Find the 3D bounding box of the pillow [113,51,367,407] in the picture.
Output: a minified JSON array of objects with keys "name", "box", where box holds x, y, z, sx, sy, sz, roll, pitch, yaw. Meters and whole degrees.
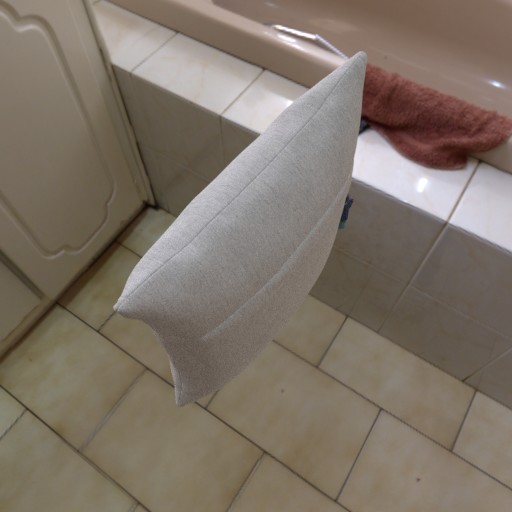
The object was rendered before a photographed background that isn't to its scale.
[{"name":"pillow","box":[0.000,0.000,0.655,0.173,0.436,0.433,32,65,17]}]
